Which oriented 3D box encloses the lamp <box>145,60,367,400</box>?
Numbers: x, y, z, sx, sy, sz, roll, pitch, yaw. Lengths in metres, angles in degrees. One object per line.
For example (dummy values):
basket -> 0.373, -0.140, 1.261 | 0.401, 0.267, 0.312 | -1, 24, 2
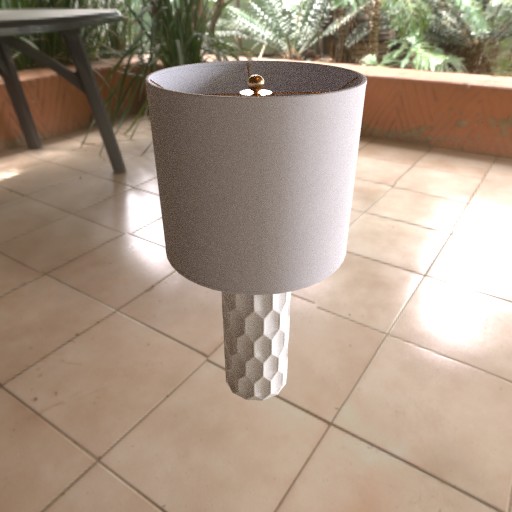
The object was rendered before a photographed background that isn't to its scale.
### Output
lamp -> 0.000, 0.000, 0.702 | 0.277, 0.537, 0.277 | 18, 36, 28
